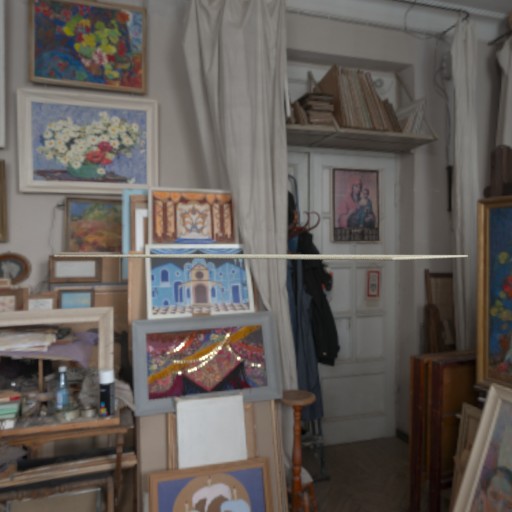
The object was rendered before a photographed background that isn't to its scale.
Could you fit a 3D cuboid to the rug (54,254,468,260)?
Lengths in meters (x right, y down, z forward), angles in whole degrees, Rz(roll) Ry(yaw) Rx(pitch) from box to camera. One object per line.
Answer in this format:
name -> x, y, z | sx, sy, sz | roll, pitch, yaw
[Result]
rug -> 0.000, 0.000, 3.060 | 2.441, 0.014, 1.531 | 0, 1, 36
